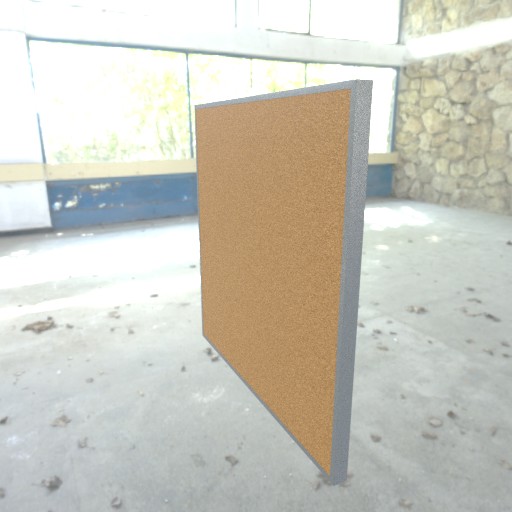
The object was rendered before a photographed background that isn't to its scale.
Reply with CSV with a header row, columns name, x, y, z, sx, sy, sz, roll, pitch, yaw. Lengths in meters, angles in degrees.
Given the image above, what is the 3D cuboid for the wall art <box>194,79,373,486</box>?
name,x,y,z,sx,sy,sz,roll,pitch,yaw
wall art,0.000,0.000,1.188,0.038,0.807,0.809,-8,17,-26
